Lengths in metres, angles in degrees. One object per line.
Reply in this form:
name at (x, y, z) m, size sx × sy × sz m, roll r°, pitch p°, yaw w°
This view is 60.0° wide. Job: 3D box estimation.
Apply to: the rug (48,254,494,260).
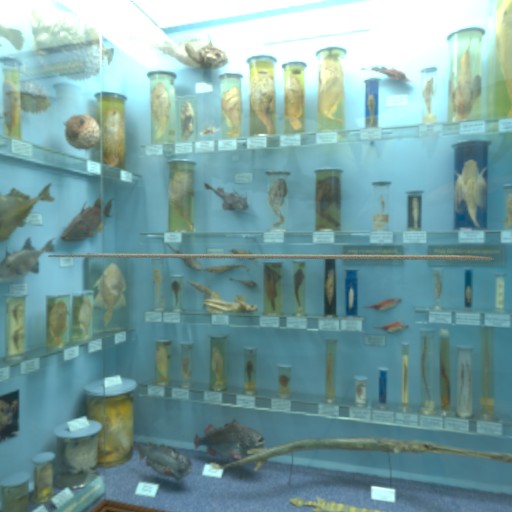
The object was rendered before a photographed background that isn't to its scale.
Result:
rug at (0.000, 0.000, 2.661) m, size 2.430 × 0.012 × 0.767 m, roll 0°, pitch 1°, yaw 19°
